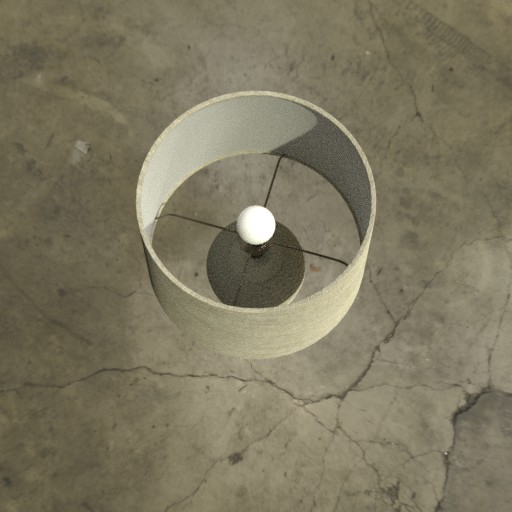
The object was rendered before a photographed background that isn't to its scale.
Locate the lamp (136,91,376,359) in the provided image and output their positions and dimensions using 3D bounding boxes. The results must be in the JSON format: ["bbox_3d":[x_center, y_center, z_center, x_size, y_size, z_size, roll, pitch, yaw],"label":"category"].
[{"bbox_3d":[0.000,0.000,0.846,0.390,0.580,0.390,0,74,0],"label":"lamp"}]
